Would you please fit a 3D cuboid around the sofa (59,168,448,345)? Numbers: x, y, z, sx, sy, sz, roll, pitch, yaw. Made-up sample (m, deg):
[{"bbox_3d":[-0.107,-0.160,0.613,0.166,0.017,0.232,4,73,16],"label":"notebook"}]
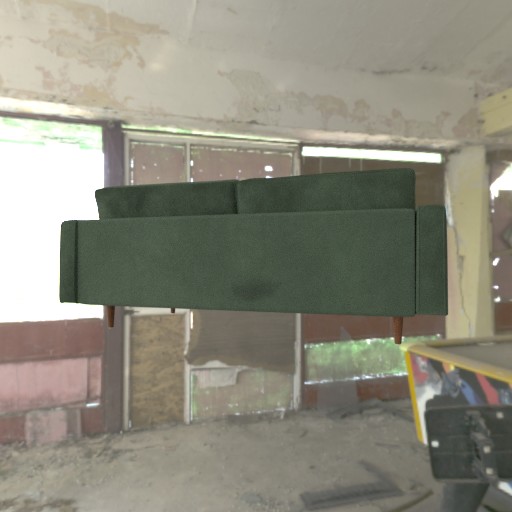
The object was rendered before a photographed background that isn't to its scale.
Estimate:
[{"bbox_3d":[0.000,0.000,2.424,1.880,0.772,0.916,0,-1,19],"label":"sofa"}]
